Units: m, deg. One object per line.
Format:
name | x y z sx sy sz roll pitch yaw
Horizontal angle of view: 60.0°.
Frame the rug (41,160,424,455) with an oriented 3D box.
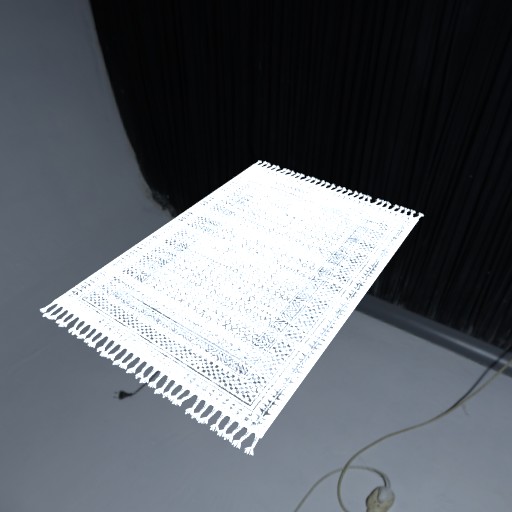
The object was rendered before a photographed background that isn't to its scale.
rug | 0.000 0.000 2.417 1.243 0.013 1.872 24 45 26
